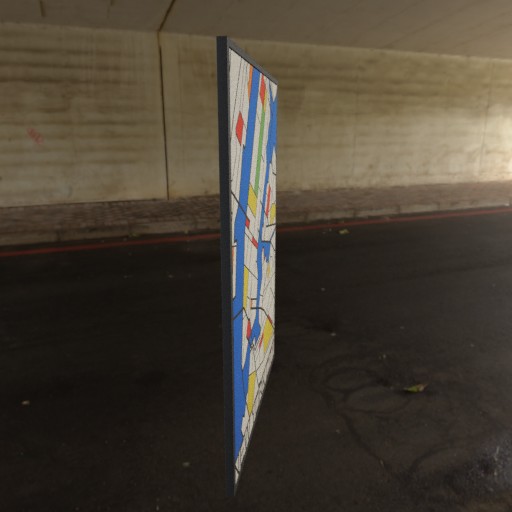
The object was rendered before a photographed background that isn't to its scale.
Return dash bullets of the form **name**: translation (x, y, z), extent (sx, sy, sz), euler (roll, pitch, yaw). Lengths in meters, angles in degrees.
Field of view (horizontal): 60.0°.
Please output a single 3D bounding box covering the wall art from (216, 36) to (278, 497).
- **wall art**: translation (0.000, 0.000, 0.822), extent (0.013, 0.657, 0.457), euler (3, 16, 10)
